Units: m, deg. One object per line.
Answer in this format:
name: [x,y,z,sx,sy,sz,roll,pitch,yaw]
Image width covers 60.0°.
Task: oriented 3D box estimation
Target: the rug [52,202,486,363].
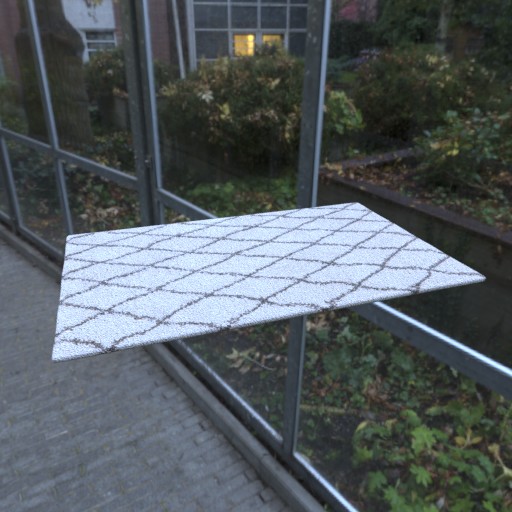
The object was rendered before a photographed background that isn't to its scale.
rug: [0.000,0.000,2.979,2.438,0.030,1.524,-8,26,-17]
